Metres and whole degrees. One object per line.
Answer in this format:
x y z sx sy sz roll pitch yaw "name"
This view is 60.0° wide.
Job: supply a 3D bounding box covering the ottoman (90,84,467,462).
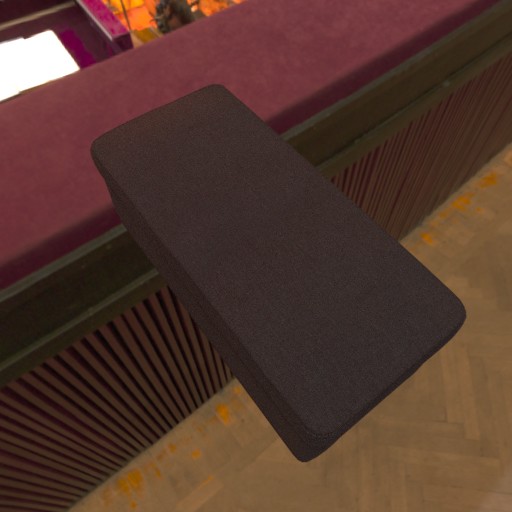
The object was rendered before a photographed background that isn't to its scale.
0.000 0.000 1.388 0.515 0.460 1.110 -33 63 -19 "ottoman"
